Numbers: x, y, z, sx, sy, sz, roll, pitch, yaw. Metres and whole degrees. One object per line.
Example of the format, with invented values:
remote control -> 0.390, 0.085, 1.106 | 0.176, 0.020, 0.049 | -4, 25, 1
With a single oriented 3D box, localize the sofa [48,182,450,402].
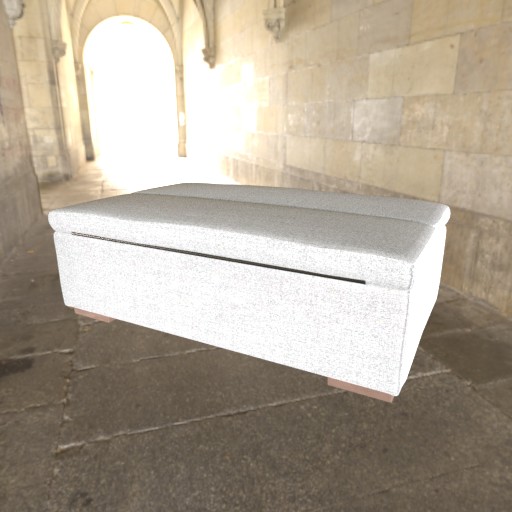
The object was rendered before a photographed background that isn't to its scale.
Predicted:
sofa -> 0.000, 0.000, 1.661 | 1.250, 0.434, 0.817 | 9, 19, 27
